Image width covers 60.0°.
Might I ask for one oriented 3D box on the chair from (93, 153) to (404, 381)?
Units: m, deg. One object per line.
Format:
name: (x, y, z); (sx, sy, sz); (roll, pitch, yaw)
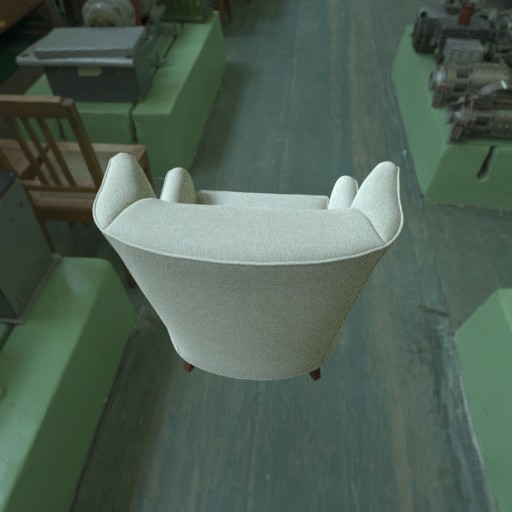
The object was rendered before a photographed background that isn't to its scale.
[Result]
chair: (0.000, 0.000, 1.702); (0.838, 1.040, 0.966); (3, 47, 3)
